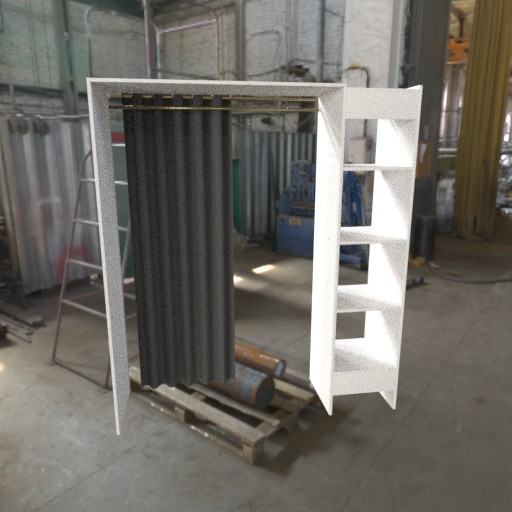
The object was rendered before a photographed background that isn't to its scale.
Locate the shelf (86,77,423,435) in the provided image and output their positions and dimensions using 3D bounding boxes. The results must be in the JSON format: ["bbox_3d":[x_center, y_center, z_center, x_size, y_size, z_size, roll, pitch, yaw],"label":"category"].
[{"bbox_3d":[0.000,0.000,2.537,1.600,1.810,0.500,-2,14,-9],"label":"shelf"}]
